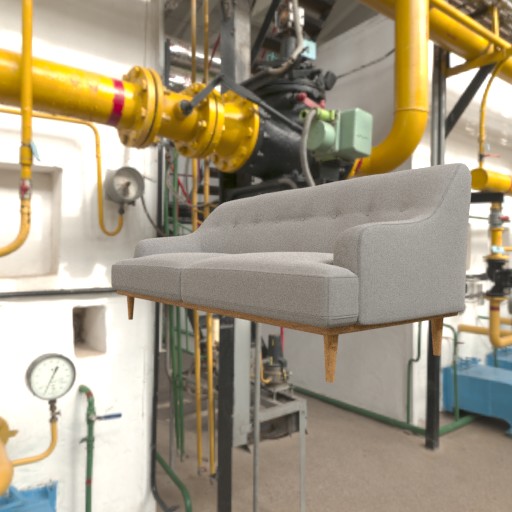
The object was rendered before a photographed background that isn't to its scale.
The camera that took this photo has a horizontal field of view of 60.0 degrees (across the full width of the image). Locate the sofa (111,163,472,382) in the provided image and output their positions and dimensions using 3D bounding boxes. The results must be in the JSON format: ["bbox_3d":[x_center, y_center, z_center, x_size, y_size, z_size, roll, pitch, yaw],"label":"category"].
[{"bbox_3d":[0.000,0.000,2.513,0.978,0.871,2.057,0,0,-37],"label":"sofa"}]
